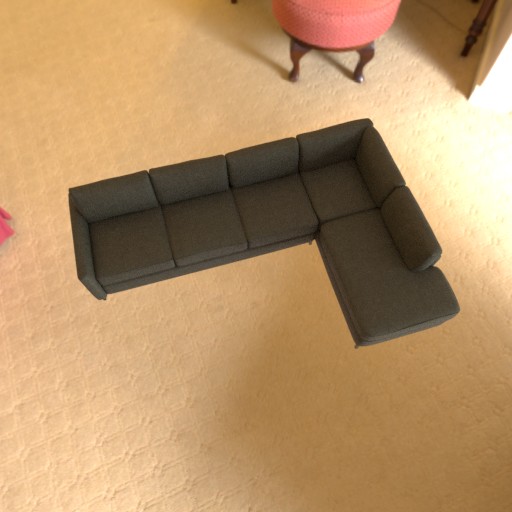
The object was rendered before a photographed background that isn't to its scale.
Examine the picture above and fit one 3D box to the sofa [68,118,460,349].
[{"bbox_3d":[0.000,0.000,3.889,2.972,0.858,1.984,-14,64,-7],"label":"sofa"}]
